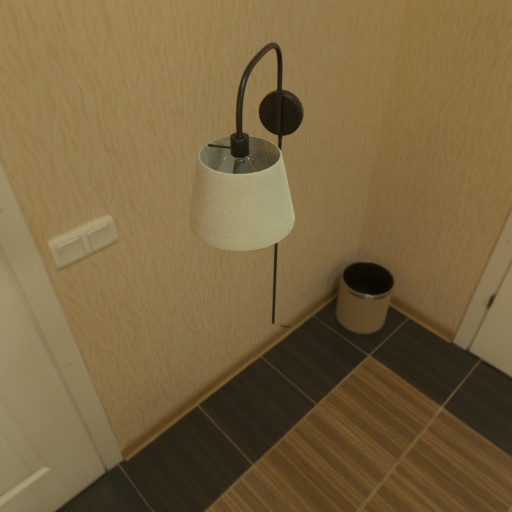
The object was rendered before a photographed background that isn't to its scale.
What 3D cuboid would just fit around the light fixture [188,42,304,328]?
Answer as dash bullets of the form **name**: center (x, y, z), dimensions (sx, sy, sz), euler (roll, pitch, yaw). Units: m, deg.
- **light fixture**: center (0.000, 0.000, 0.466), dimensions (0.092, 0.399, 0.176), euler (11, 42, 13)
